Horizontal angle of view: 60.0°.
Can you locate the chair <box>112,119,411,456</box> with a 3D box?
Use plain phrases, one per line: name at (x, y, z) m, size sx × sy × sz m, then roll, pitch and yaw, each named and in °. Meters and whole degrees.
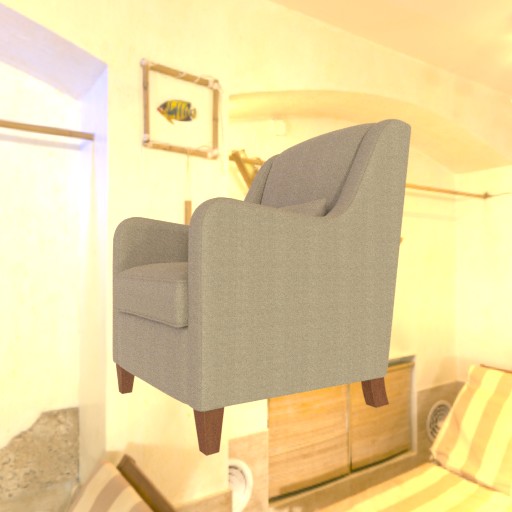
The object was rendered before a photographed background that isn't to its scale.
chair at (0.000, 0.000, 1.618) m, size 0.890 × 1.017 × 0.715 m, roll 1°, pitch -1°, yaw -35°
